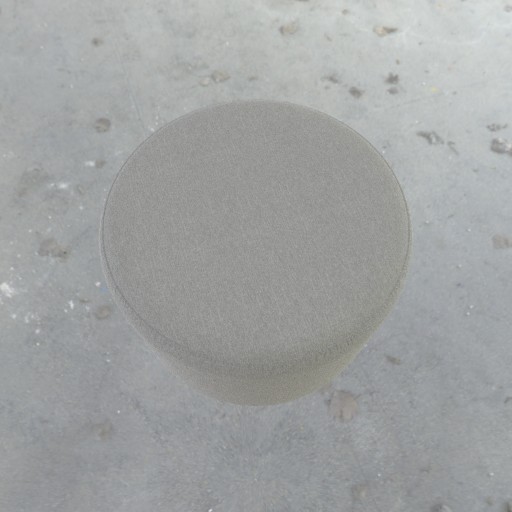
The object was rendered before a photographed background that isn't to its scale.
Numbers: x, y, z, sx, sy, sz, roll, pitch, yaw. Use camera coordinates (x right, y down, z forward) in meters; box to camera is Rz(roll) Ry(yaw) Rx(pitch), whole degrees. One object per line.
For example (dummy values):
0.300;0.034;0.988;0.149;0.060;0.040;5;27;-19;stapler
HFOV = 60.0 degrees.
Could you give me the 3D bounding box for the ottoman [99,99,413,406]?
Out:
0.000;0.000;1.004;0.608;0.433;0.608;0;63;0;ottoman
